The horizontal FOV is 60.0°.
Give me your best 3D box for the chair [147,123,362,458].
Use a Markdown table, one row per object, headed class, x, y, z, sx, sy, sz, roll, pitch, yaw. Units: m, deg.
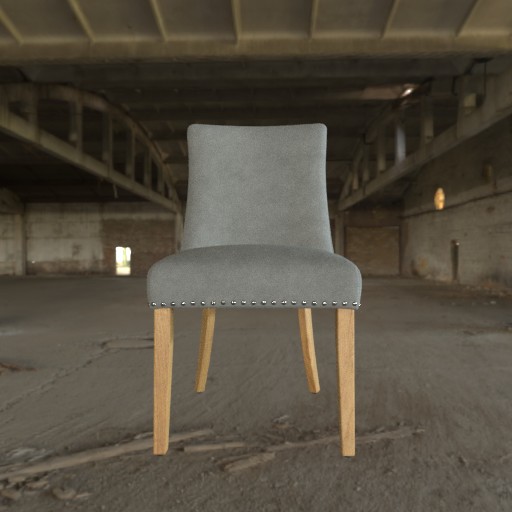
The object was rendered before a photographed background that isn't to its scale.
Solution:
| class | x | y | z | sx | sy | sz | roll | pitch | yaw |
| --- | --- | --- | --- | --- | --- | --- | --- | --- | --- |
| chair | 0.000 | 0.000 | 1.278 | 0.495 | 0.902 | 0.610 | 0 | 0 | 1 |
